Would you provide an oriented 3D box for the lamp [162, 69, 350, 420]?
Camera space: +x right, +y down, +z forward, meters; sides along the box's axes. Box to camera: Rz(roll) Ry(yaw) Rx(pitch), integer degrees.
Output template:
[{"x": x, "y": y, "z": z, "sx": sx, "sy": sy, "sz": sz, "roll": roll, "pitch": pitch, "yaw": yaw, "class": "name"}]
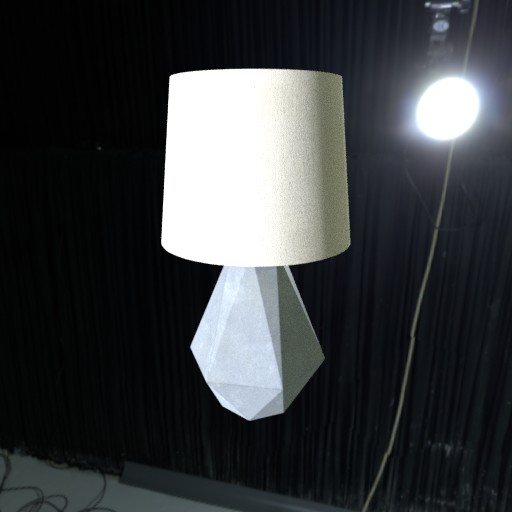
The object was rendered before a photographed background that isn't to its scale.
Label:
[{"x": 0.000, "y": 0.000, "z": 0.671, "sx": 0.276, "sy": 0.501, "sz": 0.276, "roll": 0, "pitch": 17, "yaw": 0, "class": "lamp"}]
